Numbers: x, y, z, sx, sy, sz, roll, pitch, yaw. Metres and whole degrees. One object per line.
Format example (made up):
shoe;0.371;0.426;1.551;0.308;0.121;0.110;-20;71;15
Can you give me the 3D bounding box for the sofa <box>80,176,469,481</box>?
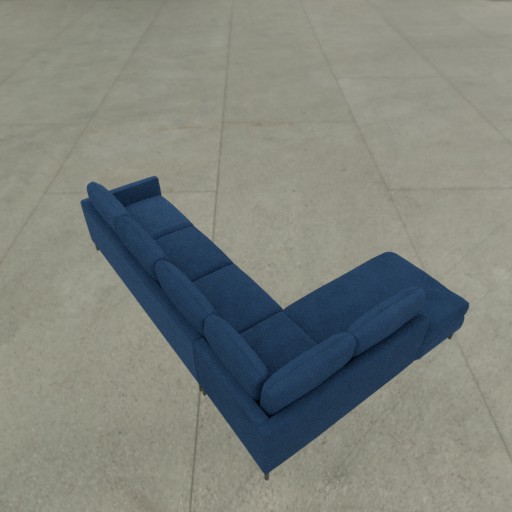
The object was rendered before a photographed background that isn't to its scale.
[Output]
sofa;0.000;0.000;3.873;2.007;0.815;2.949;-26;47;-27
